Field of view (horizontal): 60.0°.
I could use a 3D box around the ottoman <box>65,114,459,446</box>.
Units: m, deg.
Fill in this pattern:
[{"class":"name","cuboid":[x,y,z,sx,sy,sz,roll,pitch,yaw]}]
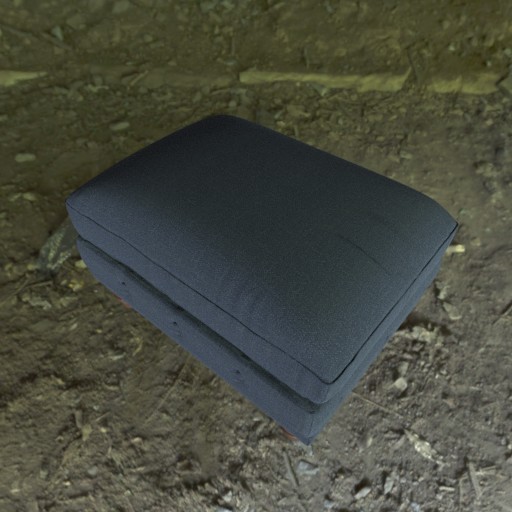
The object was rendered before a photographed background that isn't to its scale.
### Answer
[{"class":"ottoman","cuboid":[0.000,0.000,1.132,0.767,0.486,0.558,31,52,27]}]
